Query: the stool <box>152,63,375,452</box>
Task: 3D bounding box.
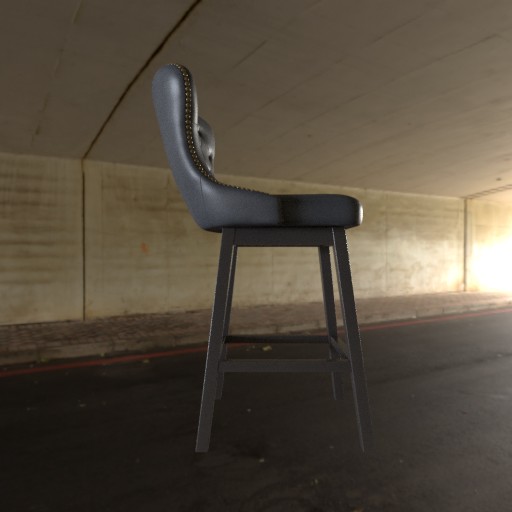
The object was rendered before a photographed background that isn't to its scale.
[{"bbox_3d":[0.000,0.000,1.309,0.593,0.971,0.528,0,0,0],"label":"stool"}]
